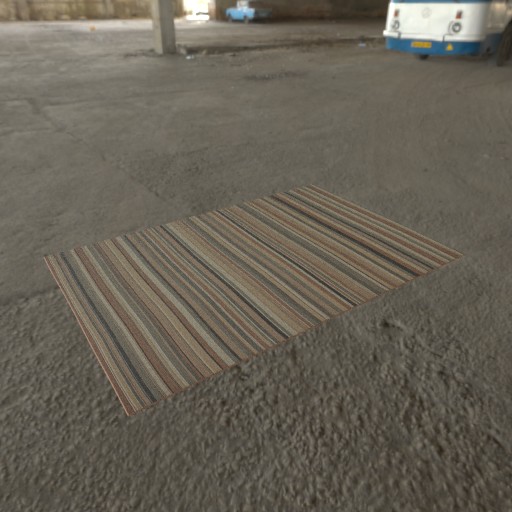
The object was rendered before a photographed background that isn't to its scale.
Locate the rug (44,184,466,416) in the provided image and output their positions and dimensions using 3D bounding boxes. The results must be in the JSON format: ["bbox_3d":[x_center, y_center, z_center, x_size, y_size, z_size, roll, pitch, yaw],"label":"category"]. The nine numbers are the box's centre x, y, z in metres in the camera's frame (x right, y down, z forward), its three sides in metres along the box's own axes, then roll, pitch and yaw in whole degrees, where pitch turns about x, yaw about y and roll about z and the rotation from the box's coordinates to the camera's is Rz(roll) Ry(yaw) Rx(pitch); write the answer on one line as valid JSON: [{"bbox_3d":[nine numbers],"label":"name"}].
[{"bbox_3d":[0.000,0.000,2.303,1.829,0.008,1.219,-19,35,-29],"label":"rug"}]
